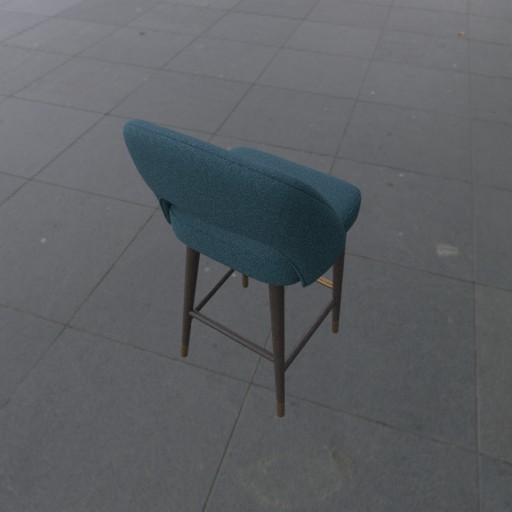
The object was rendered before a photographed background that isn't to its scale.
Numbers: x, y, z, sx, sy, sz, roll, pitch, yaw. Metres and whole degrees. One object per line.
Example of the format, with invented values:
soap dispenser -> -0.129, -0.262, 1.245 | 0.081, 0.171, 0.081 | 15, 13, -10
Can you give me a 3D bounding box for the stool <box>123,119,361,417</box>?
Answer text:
stool -> 0.000, 0.000, 1.366 | 0.536, 1.032, 0.522 | 25, 50, 23
